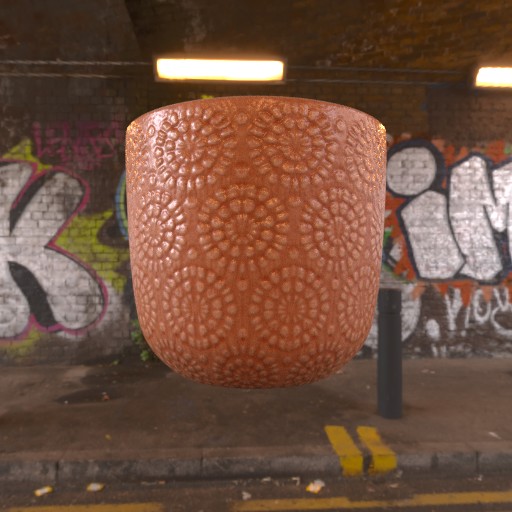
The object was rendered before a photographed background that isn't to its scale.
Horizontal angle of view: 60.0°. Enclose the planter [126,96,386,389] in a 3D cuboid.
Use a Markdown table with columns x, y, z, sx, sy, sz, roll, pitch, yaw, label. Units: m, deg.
| x | y | z | sx | sy | sz | roll | pitch | yaw | label |
| --- | --- | --- | --- | --- | --- | --- | --- | --- | --- |
| 0.000 | 0.000 | 0.367 | 0.208 | 0.190 | 0.208 | 0 | -1 | 0 | planter |
